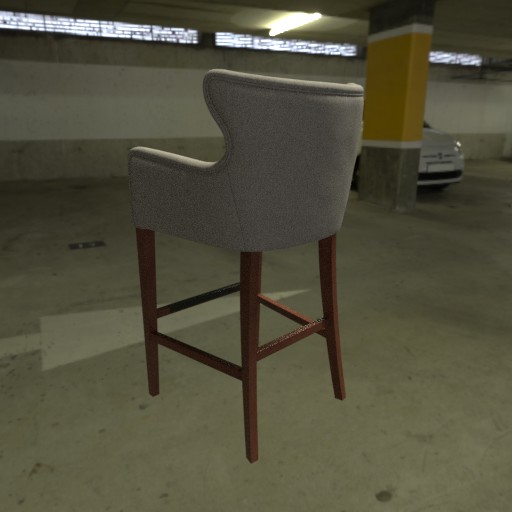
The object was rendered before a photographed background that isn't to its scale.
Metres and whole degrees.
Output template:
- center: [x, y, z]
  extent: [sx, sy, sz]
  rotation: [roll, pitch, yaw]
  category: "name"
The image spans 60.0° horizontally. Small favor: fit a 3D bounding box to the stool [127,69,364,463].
- center: [0.000, 0.000, 1.419]
  extent: [0.575, 1.047, 0.575]
  rotation: [-15, 23, -42]
  category: "stool"
